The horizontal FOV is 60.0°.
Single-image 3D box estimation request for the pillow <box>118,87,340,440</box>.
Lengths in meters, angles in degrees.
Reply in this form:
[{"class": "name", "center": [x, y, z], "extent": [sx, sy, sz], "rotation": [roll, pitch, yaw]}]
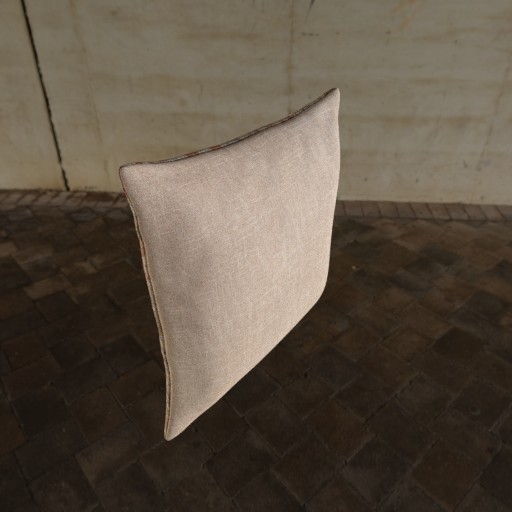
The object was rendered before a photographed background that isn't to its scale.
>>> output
[{"class": "pillow", "center": [0.000, 0.000, 0.807], "extent": [0.166, 0.506, 0.523], "rotation": [22, 39, 30]}]
